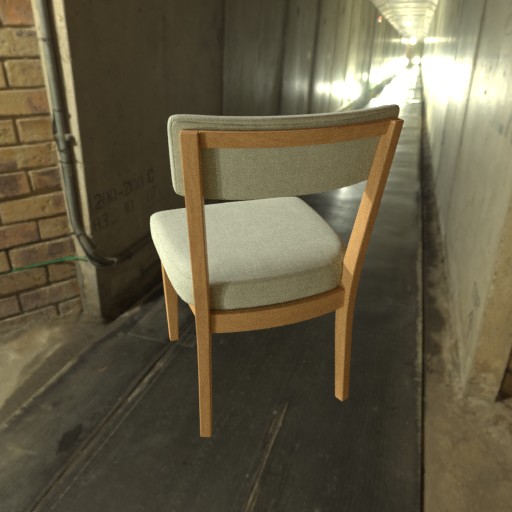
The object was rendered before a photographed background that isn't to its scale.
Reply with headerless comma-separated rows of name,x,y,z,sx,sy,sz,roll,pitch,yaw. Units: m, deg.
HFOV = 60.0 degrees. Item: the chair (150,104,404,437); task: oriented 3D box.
chair,0.000,0.000,1.219,0.508,0.832,0.572,-9,27,-17
